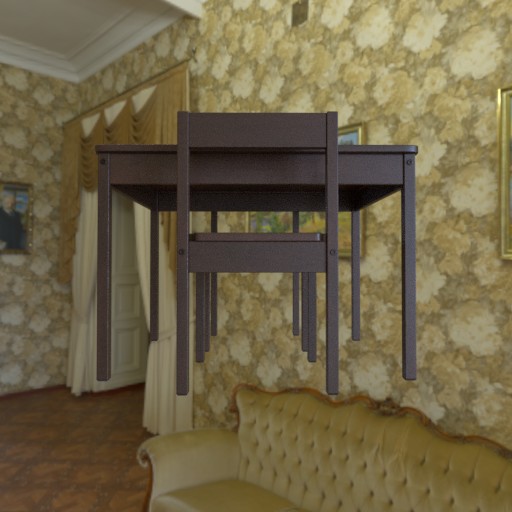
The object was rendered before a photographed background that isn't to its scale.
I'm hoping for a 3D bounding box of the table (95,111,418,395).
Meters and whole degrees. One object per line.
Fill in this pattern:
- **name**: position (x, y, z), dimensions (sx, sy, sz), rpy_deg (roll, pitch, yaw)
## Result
- **table**: position (0.000, 0.000, 1.115), dimensions (0.650, 0.503, 0.672), rpy_deg (0, -1, -1)
